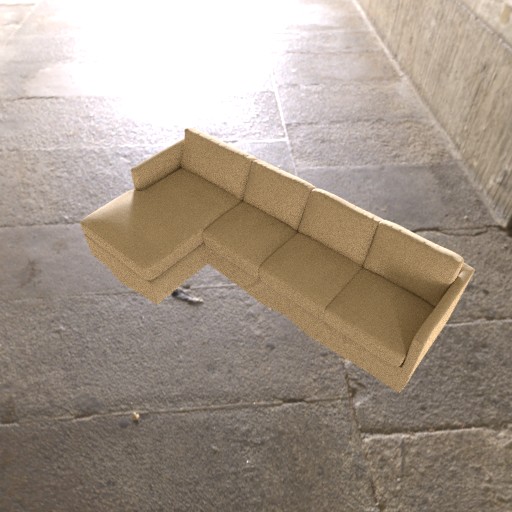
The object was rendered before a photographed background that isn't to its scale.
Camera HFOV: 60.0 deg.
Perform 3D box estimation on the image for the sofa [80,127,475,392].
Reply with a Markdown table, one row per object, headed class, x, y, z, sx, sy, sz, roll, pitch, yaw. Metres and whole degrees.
| class | x | y | z | sx | sy | sz | roll | pitch | yaw |
| --- | --- | --- | --- | --- | --- | --- | --- | --- | --- |
| sofa | 0.000 | 0.000 | 3.990 | 3.205 | 0.922 | 1.650 | 32 | 54 | 26 |
